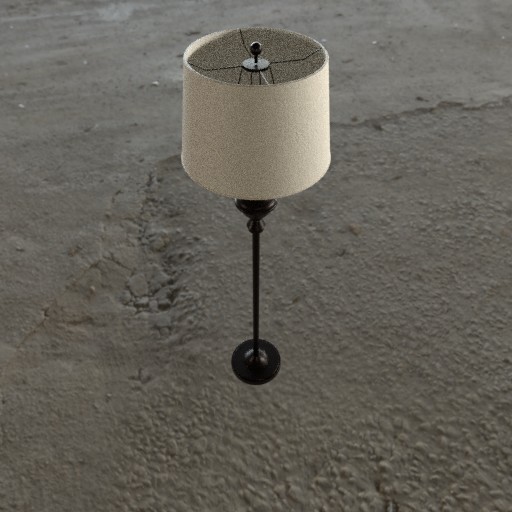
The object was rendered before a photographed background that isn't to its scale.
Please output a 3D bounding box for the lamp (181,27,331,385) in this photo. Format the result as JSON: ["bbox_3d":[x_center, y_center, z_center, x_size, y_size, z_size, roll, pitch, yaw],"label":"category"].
[{"bbox_3d":[0.000,0.000,1.601,0.431,1.484,0.431,0,46,0],"label":"lamp"}]
